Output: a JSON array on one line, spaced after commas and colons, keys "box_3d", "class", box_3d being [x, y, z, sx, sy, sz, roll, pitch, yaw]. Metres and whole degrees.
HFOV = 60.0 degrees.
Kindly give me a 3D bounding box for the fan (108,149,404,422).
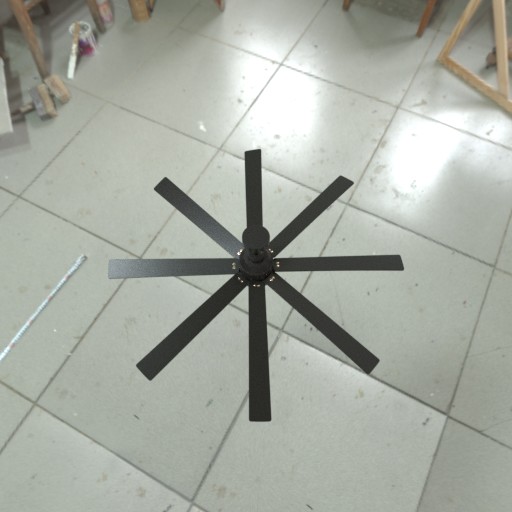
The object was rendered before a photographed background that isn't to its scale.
[{"box_3d": [0.000, 0.000, 2.639, 1.830, 0.472, 1.830, -1, 63, -1], "class": "fan"}]
